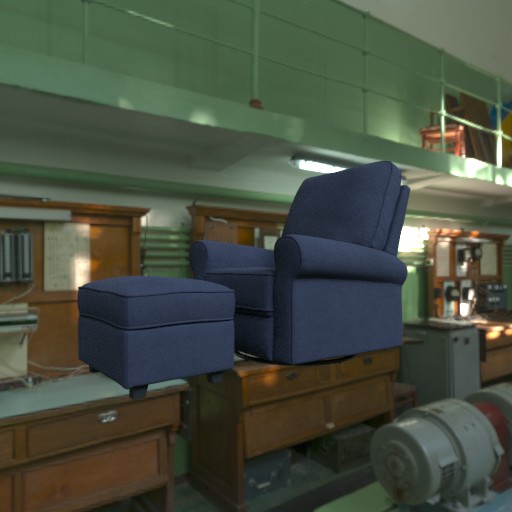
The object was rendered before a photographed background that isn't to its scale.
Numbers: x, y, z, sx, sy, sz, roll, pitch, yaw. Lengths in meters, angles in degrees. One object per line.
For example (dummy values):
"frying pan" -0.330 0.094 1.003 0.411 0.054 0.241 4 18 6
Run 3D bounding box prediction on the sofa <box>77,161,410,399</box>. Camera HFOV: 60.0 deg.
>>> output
"sofa" 0.000 0.000 2.069 1.478 0.959 0.880 0 -1 -37
